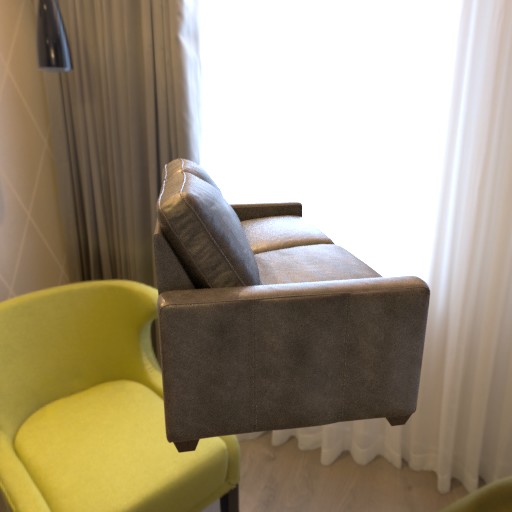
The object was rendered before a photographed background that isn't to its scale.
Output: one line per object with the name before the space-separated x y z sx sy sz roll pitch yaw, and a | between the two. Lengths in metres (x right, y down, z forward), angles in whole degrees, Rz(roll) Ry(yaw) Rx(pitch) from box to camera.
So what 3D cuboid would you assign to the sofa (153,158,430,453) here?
sofa | 0.000 0.000 2.286 0.939 0.916 1.732 -3 17 -10
